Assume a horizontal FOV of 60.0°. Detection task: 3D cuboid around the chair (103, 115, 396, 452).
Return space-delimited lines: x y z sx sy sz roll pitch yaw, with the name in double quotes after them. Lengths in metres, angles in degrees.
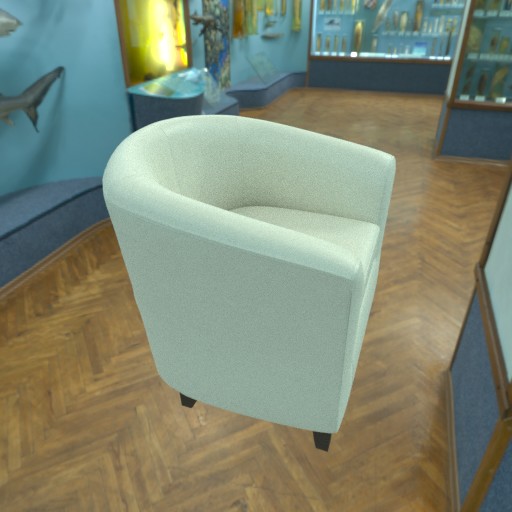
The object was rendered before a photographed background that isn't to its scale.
0.000 0.000 1.392 0.727 0.756 0.792 11 32 17 "chair"
